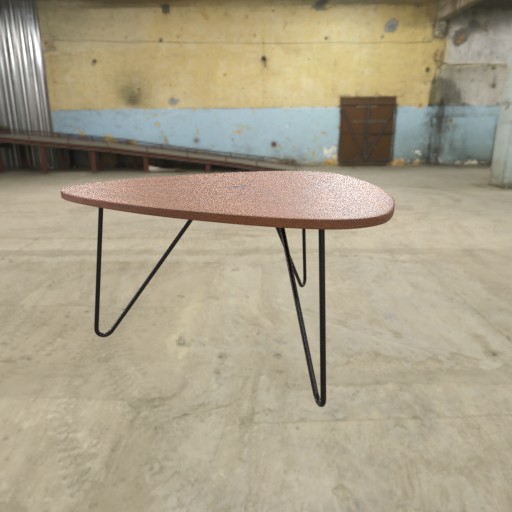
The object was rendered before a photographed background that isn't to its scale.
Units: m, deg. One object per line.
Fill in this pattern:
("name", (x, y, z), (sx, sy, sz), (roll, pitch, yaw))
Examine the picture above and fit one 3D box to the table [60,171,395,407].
("table", (0.000, 0.000, 1.272), (0.833, 0.413, 0.821), (9, 19, 28))
